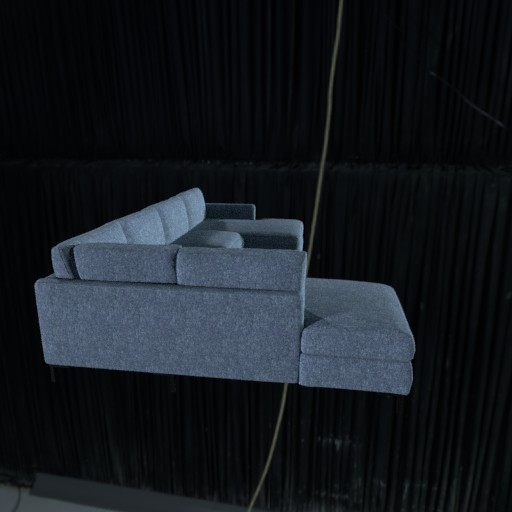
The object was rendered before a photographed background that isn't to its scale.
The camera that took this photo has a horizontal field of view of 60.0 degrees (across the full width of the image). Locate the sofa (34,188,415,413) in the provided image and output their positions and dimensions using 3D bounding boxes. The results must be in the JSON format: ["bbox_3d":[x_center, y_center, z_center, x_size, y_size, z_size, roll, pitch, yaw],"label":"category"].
[{"bbox_3d":[0.000,0.000,3.412,1.879,0.756,2.737,2,16,8],"label":"sofa"}]
